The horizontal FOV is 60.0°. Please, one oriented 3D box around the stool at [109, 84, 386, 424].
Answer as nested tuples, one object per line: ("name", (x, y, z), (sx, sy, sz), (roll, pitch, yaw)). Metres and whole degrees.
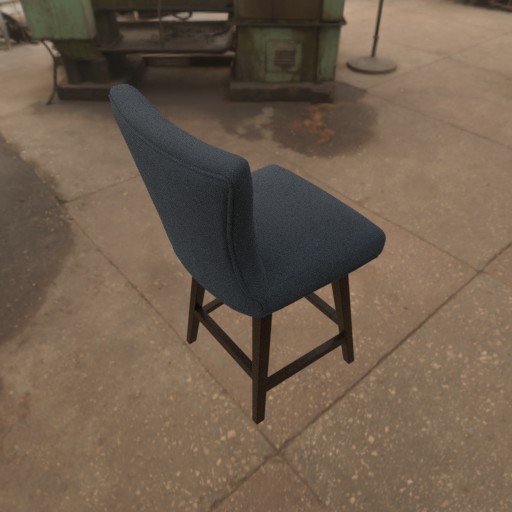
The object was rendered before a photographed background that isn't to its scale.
("stool", (0.000, 0.000, 1.341), (0.574, 1.000, 0.514), (-28, 48, -28))
